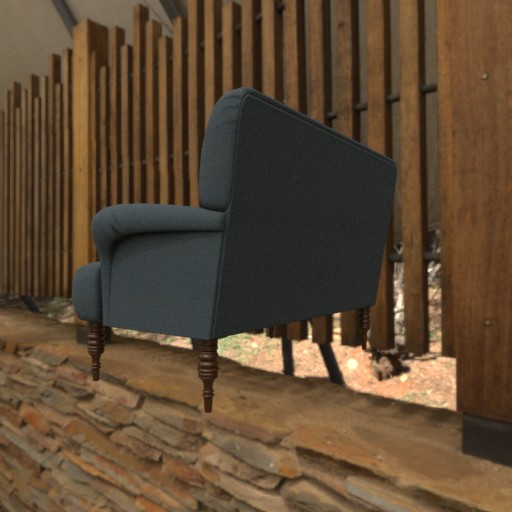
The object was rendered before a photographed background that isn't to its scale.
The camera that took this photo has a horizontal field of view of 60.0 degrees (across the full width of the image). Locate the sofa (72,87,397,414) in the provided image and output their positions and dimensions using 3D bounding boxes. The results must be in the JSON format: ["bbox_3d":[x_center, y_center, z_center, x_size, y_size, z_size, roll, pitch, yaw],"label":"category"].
[{"bbox_3d":[0.000,0.000,1.819,0.779,0.889,1.297,0,-1,37],"label":"sofa"}]
